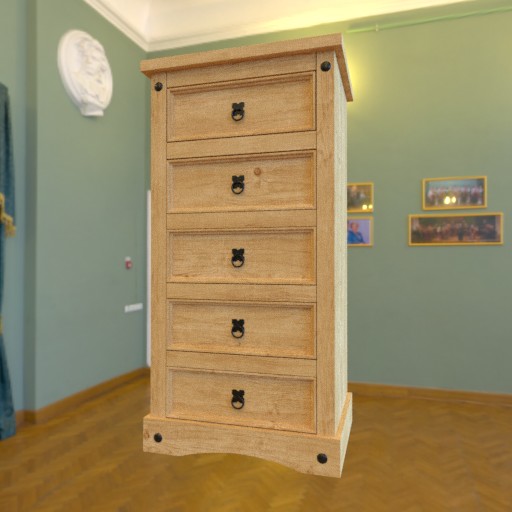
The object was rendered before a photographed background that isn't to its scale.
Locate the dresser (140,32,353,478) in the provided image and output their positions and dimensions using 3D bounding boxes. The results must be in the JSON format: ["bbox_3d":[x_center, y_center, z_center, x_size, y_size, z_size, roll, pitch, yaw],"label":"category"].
[{"bbox_3d":[0.000,0.000,1.293,0.531,1.041,0.390,0,0,16],"label":"dresser"}]
